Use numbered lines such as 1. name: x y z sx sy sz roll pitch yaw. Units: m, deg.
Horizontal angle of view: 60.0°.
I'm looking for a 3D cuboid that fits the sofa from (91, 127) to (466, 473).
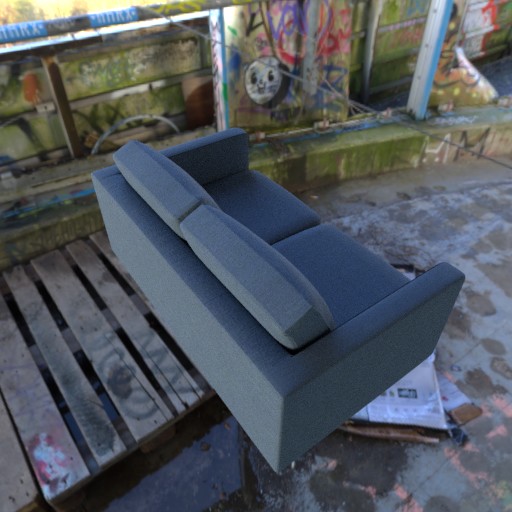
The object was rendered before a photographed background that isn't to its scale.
1. sofa: 0.000 0.000 2.258 0.999 0.907 1.659 -26 48 -26
